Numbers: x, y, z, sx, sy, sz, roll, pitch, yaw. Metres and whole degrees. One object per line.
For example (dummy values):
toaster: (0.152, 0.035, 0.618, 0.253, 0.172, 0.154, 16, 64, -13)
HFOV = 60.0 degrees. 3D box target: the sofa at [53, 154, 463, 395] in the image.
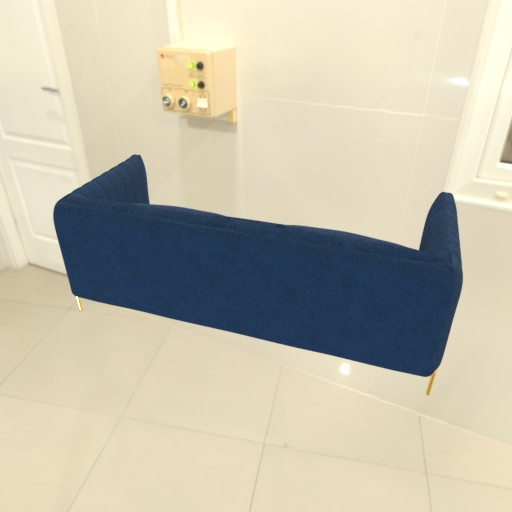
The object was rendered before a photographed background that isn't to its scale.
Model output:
sofa: (0.000, 0.000, 2.624, 2.136, 0.793, 0.896, 10, 33, 16)
